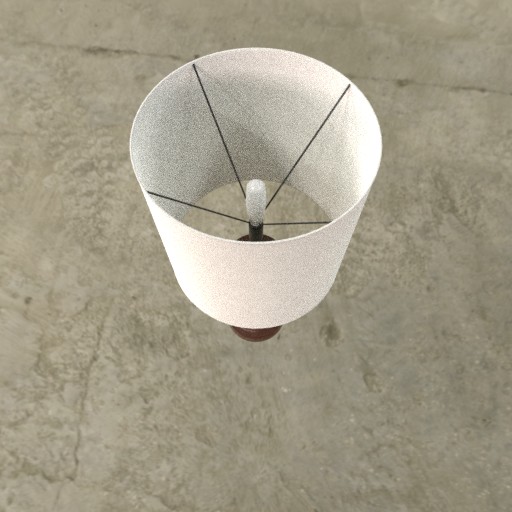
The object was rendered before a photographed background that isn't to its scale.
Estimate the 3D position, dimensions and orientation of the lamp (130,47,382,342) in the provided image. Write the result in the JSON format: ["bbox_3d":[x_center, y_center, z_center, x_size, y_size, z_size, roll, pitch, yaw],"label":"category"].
[{"bbox_3d":[0.000,0.000,0.572,0.208,0.455,0.208,33,68,15],"label":"lamp"}]
